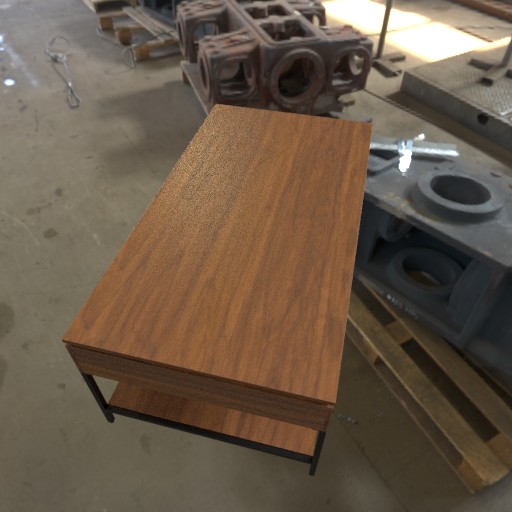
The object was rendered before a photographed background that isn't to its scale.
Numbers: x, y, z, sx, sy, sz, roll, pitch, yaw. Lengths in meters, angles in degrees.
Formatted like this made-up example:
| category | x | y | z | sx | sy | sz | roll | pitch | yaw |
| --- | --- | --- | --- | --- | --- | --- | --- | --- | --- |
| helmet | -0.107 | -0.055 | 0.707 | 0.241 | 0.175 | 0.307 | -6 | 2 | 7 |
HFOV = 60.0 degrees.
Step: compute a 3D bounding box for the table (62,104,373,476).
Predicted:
| category | x | y | z | sx | sy | sz | roll | pitch | yaw |
| --- | --- | --- | --- | --- | --- | --- | --- | --- | --- |
| table | 0.000 | 0.000 | 1.384 | 0.574 | 0.414 | 1.057 | 10 | 47 | 10 |
